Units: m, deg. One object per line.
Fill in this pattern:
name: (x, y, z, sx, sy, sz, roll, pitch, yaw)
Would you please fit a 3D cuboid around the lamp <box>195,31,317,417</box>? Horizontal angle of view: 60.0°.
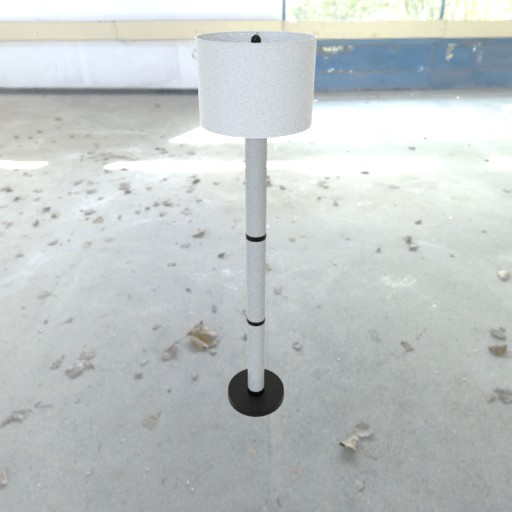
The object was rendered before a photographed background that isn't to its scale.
lamp: (0.000, 0.000, 1.780, 0.377, 1.599, 0.377, 1, 31, 1)
